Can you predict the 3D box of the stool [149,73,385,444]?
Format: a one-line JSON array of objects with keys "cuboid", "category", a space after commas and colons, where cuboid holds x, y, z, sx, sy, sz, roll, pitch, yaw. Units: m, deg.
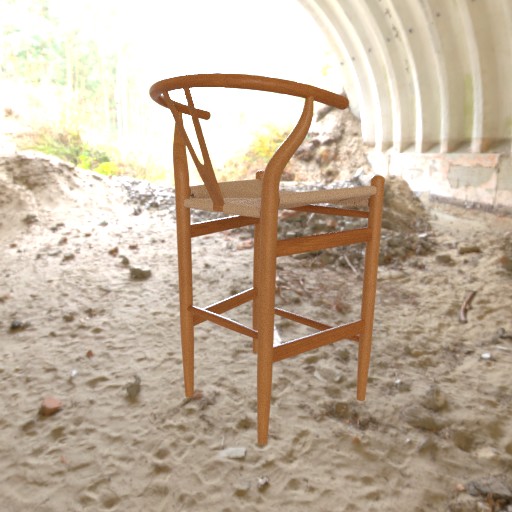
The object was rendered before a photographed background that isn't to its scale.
[{"cuboid": [0.000, 0.000, 1.356, 0.579, 0.970, 0.569, -13, 18, -43], "category": "stool"}]
